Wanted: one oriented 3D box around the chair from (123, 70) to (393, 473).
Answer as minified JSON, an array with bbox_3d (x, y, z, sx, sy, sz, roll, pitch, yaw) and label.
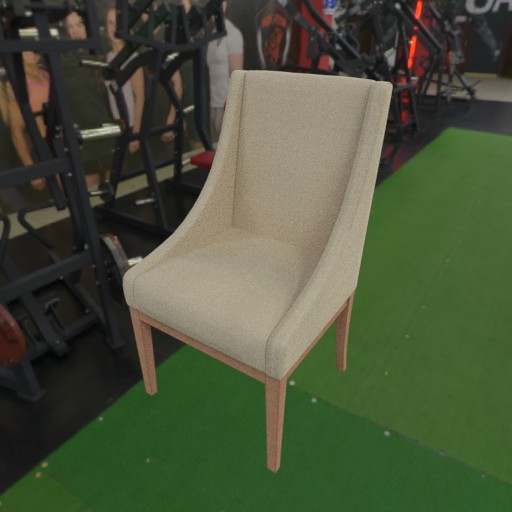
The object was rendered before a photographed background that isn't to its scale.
[{"bbox_3d":[0.000,0.000,1.399,0.575,1.021,0.611,19,34,31],"label":"chair"}]
